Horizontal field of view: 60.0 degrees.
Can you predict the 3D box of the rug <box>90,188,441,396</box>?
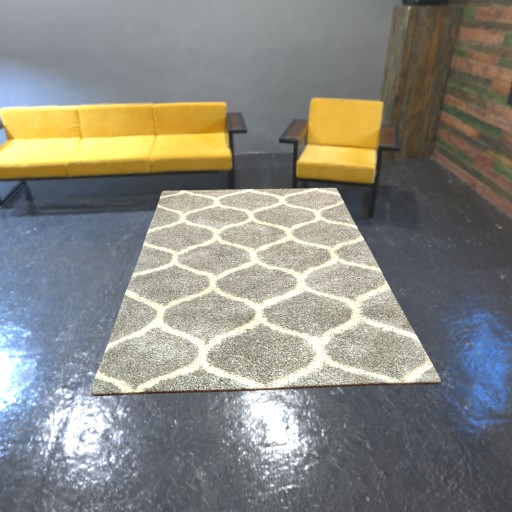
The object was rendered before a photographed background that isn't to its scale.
[{"bbox_3d":[0.000,0.000,3.415,1.801,0.026,2.701,-1,30,-2],"label":"rug"}]
